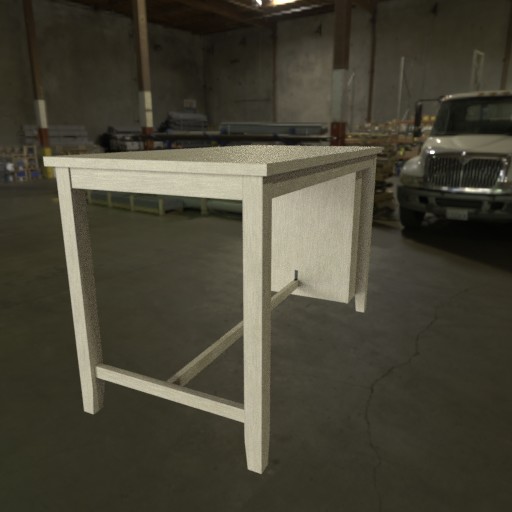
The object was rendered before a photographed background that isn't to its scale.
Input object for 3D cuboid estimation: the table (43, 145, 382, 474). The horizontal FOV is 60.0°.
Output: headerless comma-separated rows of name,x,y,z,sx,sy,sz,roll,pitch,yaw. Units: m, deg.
table,0.000,0.000,1.886,0.729,0.874,1.397,7,17,25
